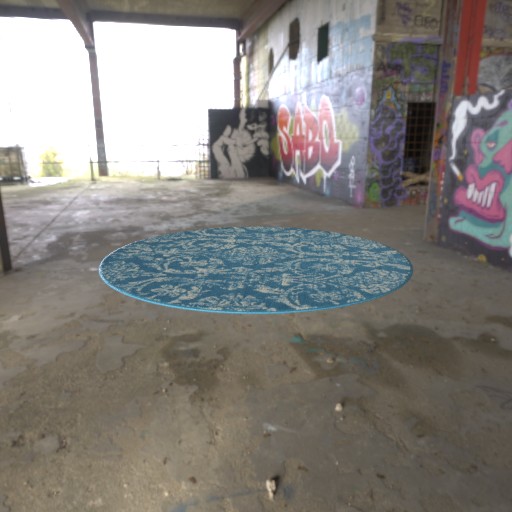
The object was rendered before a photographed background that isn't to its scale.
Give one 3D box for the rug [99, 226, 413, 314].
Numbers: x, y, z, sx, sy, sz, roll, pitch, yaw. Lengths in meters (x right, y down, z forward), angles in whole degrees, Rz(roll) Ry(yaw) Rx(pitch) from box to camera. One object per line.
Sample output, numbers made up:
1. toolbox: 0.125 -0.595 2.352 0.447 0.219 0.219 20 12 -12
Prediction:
1. rug: 0.000 0.000 2.373 1.593 0.012 1.593 0 15 0
